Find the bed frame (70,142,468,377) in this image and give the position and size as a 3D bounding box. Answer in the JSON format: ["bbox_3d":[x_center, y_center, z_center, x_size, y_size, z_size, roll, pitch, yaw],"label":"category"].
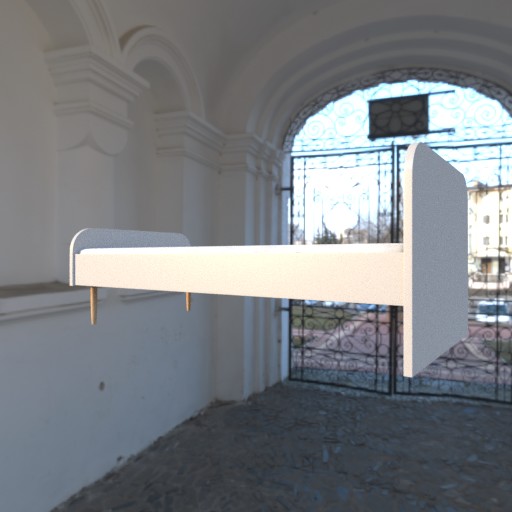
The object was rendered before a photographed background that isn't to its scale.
[{"bbox_3d":[0.000,0.000,2.434,1.963,0.805,0.998,0,0,35],"label":"bed frame"}]
